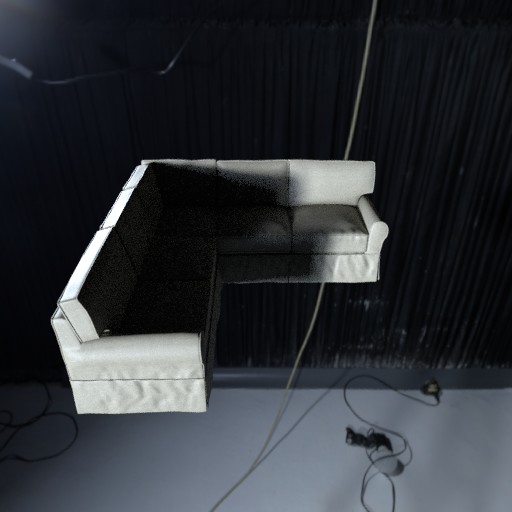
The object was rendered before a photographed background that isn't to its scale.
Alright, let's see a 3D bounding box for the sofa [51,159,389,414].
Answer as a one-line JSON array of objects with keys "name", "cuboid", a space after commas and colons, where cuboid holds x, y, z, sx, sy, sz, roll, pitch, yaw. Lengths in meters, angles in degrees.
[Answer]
[{"name": "sofa", "cuboid": [0.000, 0.000, 4.015, 2.623, 1.081, 2.618, -1, 31, -1]}]
